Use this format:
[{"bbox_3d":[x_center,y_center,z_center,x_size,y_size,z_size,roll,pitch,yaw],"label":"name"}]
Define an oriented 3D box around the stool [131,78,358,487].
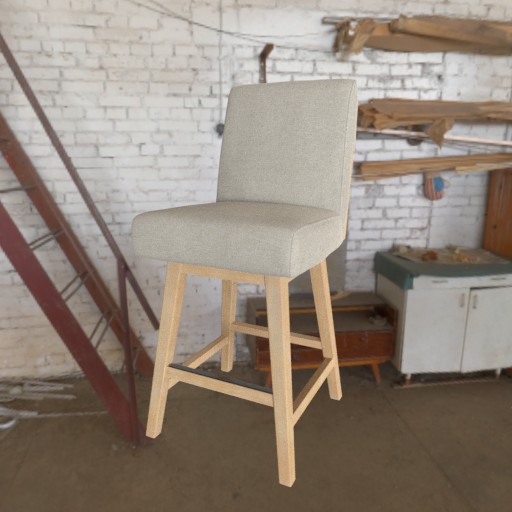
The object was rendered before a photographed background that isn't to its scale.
[{"bbox_3d":[0.000,0.000,1.385,0.507,1.085,0.606,7,16,25],"label":"stool"}]
